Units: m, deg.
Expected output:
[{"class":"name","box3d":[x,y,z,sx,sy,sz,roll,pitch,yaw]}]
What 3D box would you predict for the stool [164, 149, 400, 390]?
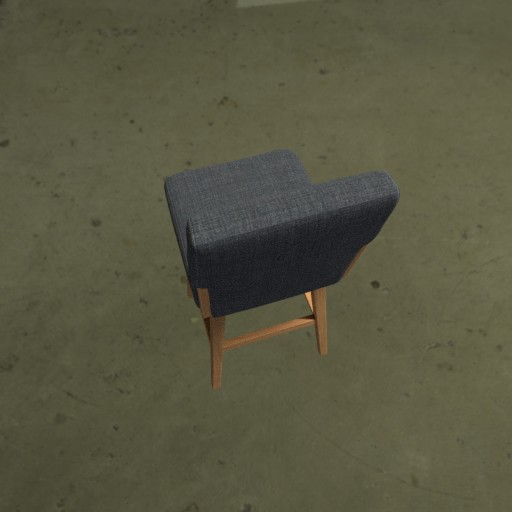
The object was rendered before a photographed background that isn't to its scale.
[{"class":"stool","box3d":[0.000,0.000,1.412,0.483,1.112,0.570,-15,59,-9]}]
